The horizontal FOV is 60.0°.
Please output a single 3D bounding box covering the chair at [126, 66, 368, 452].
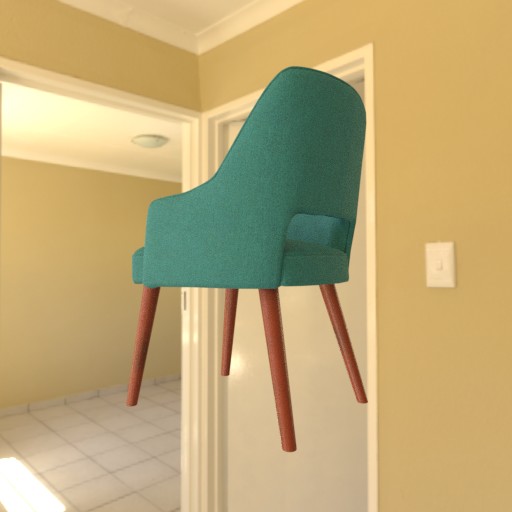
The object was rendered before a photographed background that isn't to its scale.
[{"bbox_3d":[0.000,0.000,1.271,0.605,0.849,0.548,-1,-1,36],"label":"chair"}]
